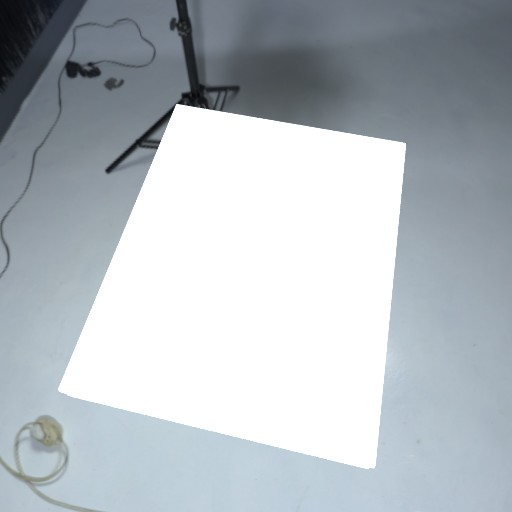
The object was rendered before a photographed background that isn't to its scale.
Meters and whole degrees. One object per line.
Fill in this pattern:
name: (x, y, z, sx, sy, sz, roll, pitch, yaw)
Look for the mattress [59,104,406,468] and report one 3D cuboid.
mattress: (0.000, 0.000, 2.662, 1.600, 0.200, 2.000, 11, 64, 6)
